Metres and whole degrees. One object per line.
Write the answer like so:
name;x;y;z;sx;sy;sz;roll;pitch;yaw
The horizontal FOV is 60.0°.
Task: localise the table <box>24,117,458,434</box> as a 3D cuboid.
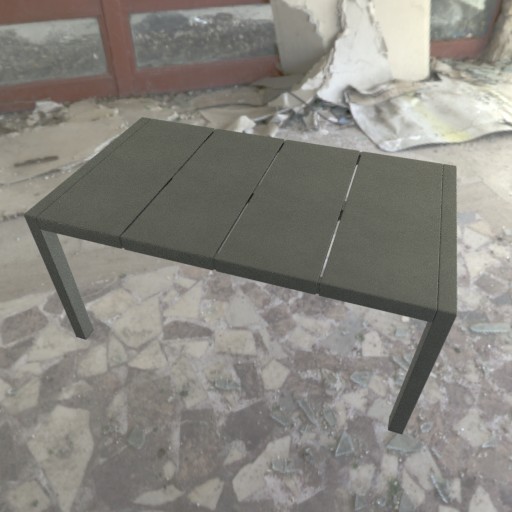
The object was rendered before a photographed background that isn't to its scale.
table;0.000;0.000;1.273;0.965;0.460;0.559;13;43;14
